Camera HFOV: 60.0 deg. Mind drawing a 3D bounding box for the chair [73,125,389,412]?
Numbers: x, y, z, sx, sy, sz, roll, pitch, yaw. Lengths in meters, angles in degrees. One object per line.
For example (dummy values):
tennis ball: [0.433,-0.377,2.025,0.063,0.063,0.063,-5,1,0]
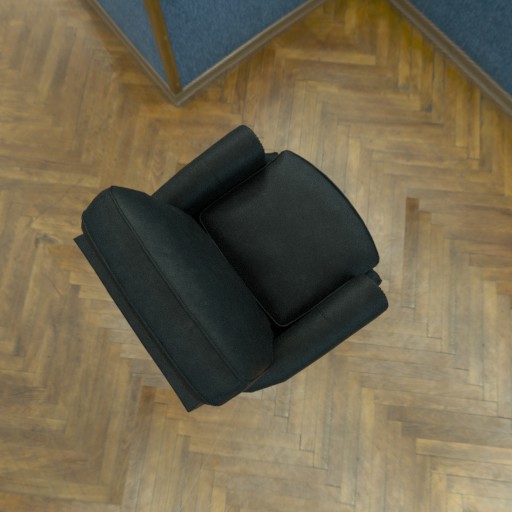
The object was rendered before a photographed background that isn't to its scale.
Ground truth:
chair: [0.000,0.000,1.764,0.986,1.018,0.936,-36,79,-8]
